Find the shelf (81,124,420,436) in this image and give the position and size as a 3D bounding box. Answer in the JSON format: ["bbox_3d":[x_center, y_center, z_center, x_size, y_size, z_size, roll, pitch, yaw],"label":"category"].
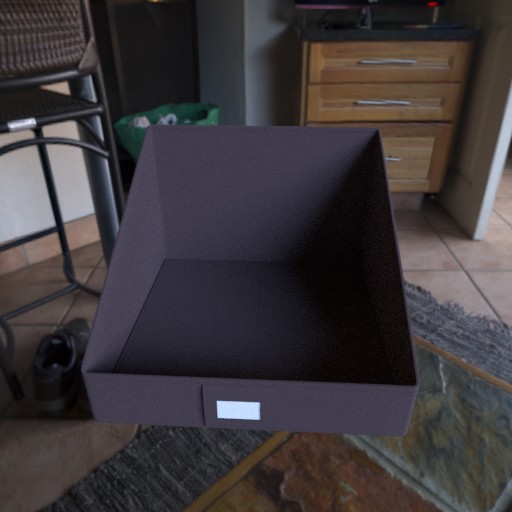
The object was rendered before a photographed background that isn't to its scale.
[{"bbox_3d":[0.000,0.000,0.481,0.292,0.210,0.292,2,30,3],"label":"shelf"}]
